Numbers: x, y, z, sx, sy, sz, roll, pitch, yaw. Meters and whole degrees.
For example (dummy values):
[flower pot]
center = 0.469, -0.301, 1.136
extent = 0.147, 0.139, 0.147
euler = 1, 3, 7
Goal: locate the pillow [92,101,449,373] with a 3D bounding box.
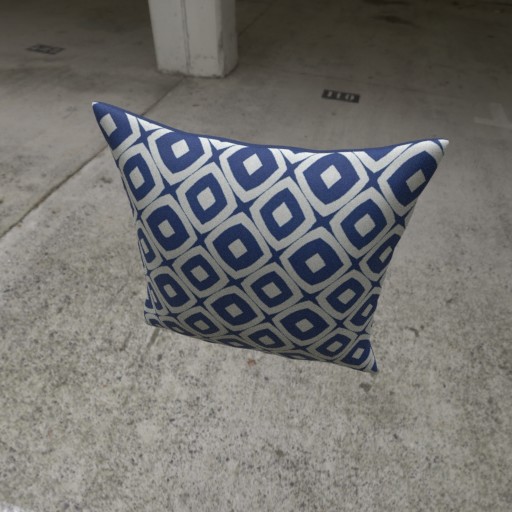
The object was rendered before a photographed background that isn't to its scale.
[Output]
[pillow]
center = 0.000, 0.000, 0.766
extent = 0.504, 0.494, 0.188
euler = 10, 41, 11
